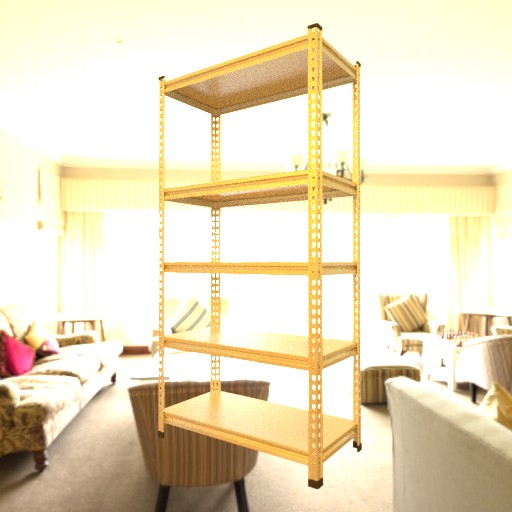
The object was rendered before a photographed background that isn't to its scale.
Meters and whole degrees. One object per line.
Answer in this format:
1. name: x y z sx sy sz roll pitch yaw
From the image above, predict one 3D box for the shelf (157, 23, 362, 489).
1. shelf: 0.000 0.000 2.183 0.914 1.829 0.457 0 -1 35
